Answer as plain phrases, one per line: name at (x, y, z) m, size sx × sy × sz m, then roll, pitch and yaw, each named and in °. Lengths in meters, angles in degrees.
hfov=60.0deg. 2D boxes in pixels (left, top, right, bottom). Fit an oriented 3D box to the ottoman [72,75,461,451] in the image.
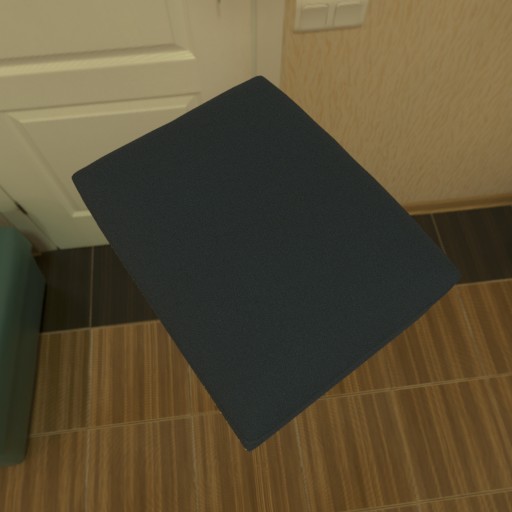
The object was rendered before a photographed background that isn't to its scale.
ottoman at (0.000, 0.000, 1.154) m, size 0.584 × 0.513 × 0.741 m, roll -33°, pitch 69°, yaw -15°
